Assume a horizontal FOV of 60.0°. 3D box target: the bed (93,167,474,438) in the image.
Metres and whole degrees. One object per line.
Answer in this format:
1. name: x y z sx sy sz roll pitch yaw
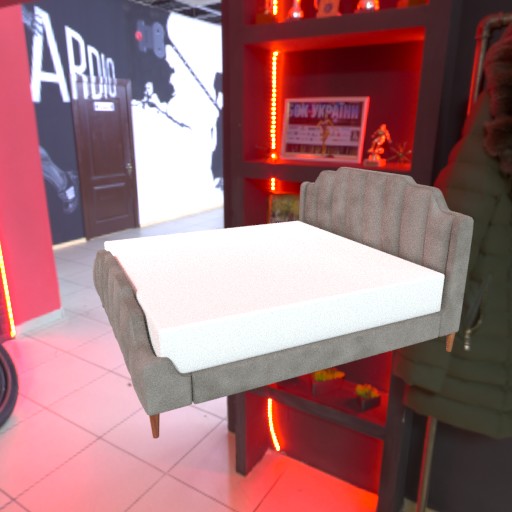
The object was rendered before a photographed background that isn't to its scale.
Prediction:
1. bed: 0.000 0.000 3.550 2.340 1.245 2.074 -8 18 -25
